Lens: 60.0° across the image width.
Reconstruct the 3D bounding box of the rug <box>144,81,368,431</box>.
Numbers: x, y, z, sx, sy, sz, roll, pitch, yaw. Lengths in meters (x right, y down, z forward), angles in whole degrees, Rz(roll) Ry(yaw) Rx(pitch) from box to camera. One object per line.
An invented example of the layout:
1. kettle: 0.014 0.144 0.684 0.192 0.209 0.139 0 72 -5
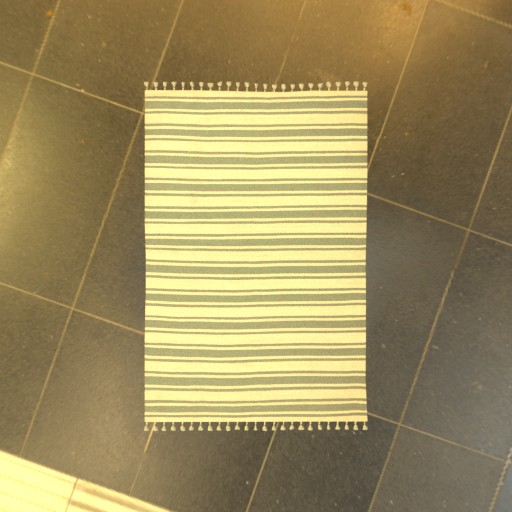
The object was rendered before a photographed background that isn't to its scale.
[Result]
1. rug: 0.000 0.000 3.053 1.539 0.011 2.410 0 90 0
